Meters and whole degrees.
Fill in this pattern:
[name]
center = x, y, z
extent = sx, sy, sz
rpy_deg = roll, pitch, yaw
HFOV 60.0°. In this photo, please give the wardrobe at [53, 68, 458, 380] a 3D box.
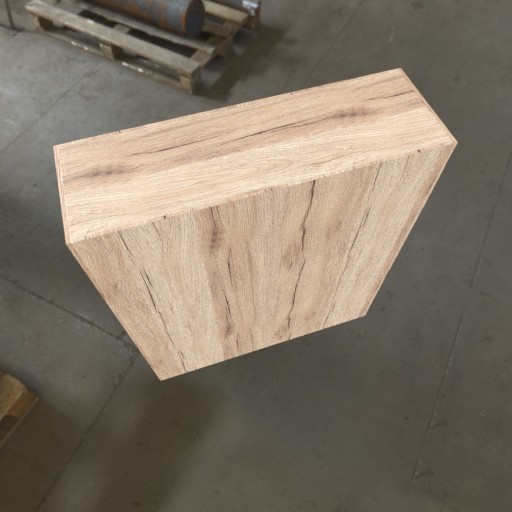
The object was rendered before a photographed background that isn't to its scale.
[wardrobe]
center = 0.000, 0.000, 2.969
extent = 1.810, 2.070, 0.580
rpy_deg = -16, 61, -9
